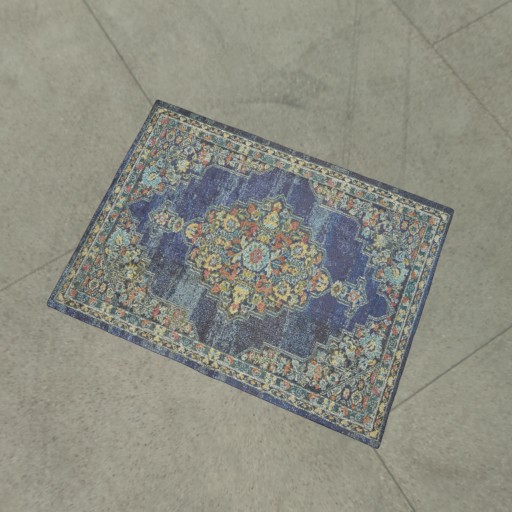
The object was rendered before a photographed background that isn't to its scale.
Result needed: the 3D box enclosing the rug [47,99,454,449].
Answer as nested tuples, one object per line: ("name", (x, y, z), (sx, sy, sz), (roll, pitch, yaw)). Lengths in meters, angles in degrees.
("rug", (0.000, 0.000, 2.903), (2.232, 0.009, 1.630), (22, 76, 6))
